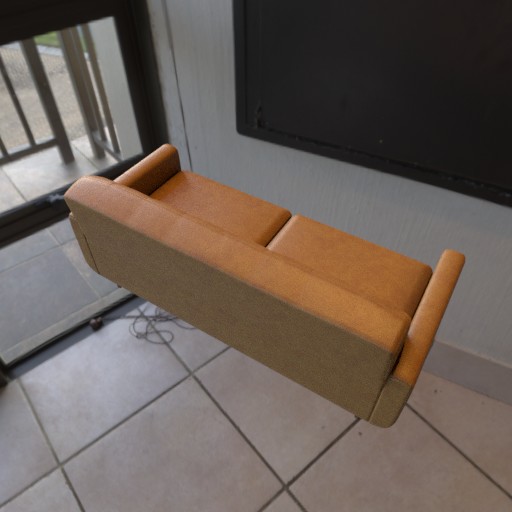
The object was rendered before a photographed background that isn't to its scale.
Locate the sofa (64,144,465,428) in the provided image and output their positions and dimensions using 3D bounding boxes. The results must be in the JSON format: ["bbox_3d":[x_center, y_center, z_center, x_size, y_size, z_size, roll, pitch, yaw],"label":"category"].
[{"bbox_3d":[0.000,0.000,2.647,2.137,0.892,0.980,24,51,21],"label":"sofa"}]
